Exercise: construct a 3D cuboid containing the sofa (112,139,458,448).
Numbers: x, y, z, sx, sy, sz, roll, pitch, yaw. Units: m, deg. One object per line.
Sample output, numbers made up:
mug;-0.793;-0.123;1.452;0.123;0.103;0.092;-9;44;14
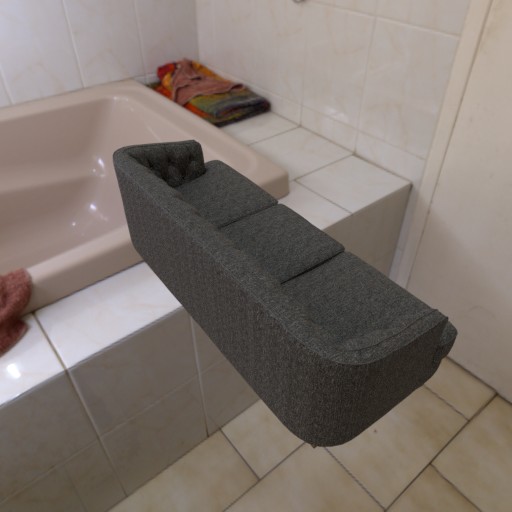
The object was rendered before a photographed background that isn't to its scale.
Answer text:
sofa;0.000;0.000;2.744;0.941;0.855;2.278;-26;47;-27
